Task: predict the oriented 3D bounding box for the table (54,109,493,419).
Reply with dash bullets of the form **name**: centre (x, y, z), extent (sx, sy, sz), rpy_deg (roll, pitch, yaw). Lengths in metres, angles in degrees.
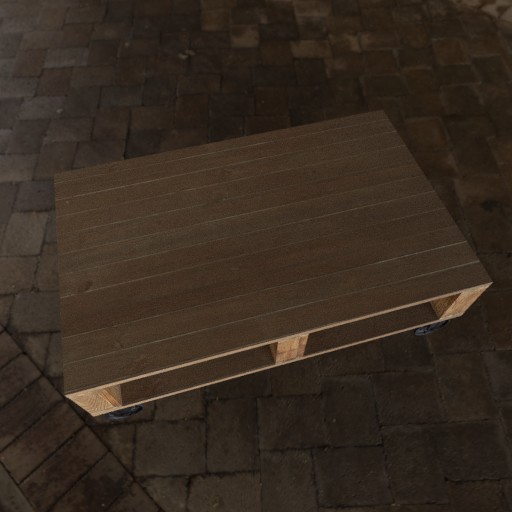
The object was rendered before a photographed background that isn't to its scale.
- **table**: centre (0.000, 0.000, 1.671), extent (1.299, 0.413, 0.827), rpy_deg (-13, 59, -8)
